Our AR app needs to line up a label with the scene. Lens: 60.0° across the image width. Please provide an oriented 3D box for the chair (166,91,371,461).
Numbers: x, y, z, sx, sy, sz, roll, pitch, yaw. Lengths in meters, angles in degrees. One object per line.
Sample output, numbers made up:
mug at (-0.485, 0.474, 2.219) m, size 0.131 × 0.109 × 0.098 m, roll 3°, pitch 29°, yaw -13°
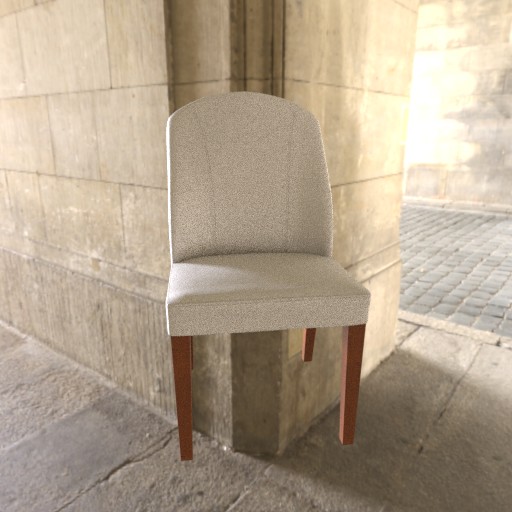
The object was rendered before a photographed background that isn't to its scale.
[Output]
chair at (0.000, 0.000, 1.223) m, size 0.472 × 0.893 × 0.540 m, roll -2°, pitch 16°, yaw -8°
